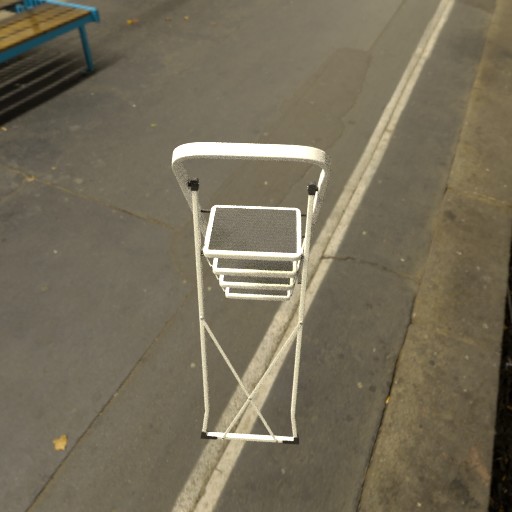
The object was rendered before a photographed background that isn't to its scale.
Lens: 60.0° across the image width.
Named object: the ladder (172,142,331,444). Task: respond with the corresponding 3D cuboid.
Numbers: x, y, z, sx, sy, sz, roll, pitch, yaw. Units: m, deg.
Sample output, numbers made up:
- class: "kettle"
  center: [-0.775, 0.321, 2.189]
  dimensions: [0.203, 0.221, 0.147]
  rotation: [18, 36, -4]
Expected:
- class: "ladder"
  center: [0.000, 0.000, 1.694]
  dimensions: [0.460, 1.265, 0.914]
  rotation: [2, 46, 2]
